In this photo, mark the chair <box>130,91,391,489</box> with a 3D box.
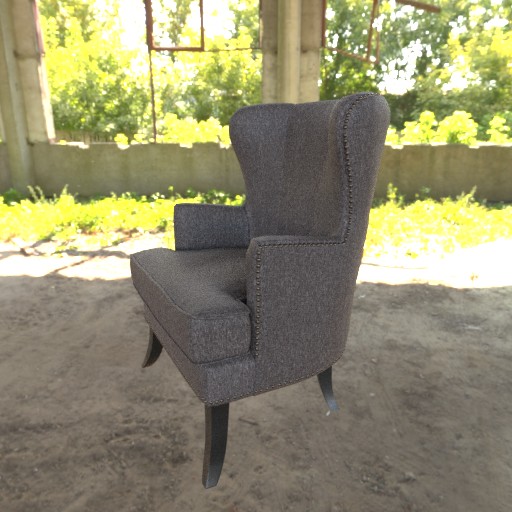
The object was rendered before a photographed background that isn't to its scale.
[{"bbox_3d":[0.000,0.000,1.557,0.758,1.060,0.759,-8,17,-26],"label":"chair"}]
